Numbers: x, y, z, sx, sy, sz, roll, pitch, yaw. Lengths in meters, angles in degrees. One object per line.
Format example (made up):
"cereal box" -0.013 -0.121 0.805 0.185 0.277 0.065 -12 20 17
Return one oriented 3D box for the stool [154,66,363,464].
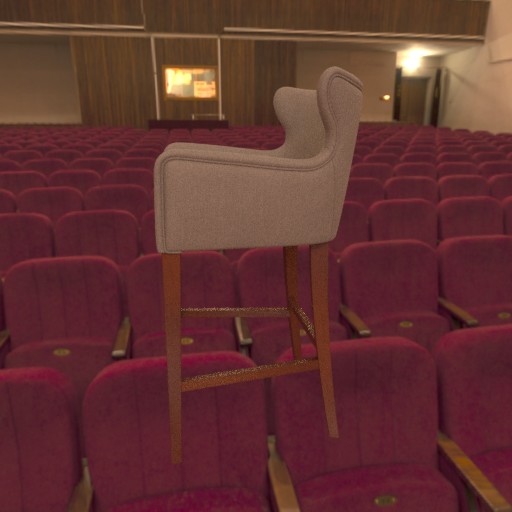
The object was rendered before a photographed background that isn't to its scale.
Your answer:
"stool" 0.000 0.000 1.397 0.575 1.047 0.575 -3 16 -9
